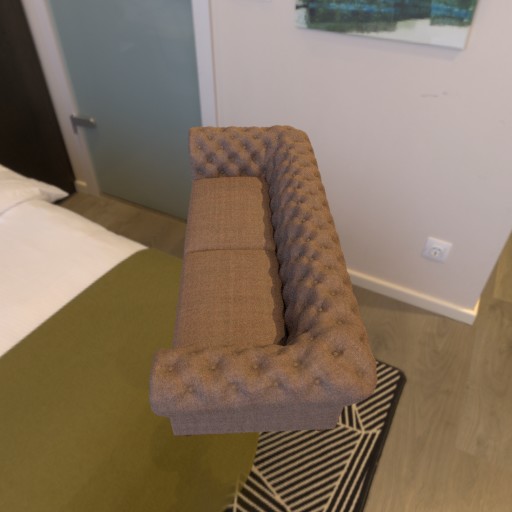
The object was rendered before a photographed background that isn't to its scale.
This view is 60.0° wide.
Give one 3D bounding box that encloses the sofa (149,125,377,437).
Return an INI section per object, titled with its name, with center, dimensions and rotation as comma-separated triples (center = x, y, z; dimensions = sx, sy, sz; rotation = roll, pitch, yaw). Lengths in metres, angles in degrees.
[sofa]
center = 0.000, 0.000, 2.810
dimensions = 0.944, 0.787, 2.385
rotation = -2, 41, -2
